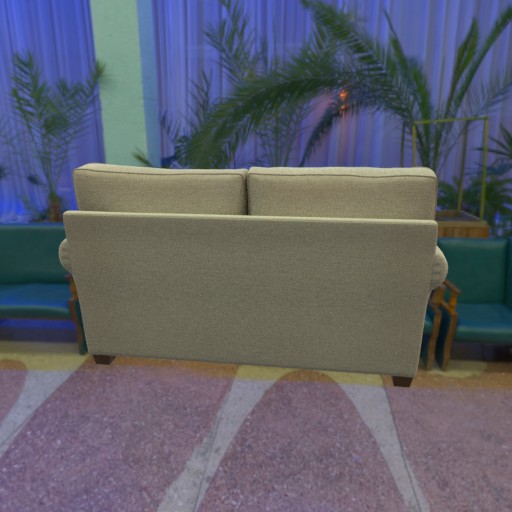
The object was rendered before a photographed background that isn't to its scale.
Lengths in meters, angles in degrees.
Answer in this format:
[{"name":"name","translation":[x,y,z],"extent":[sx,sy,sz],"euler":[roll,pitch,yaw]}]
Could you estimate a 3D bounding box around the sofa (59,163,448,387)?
[{"name":"sofa","translation":[0.000,0.000,2.305],"extent":[1.701,0.966,0.966],"euler":[2,16,8]}]
